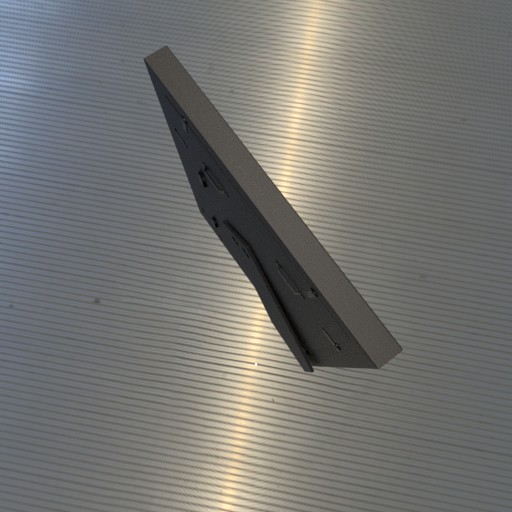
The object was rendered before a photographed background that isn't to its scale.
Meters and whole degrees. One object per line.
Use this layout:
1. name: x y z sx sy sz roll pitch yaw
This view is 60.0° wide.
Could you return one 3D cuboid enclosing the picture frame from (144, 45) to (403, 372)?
1. picture frame: 0.000 0.000 0.524 0.036 0.383 0.307 -35 79 -8
